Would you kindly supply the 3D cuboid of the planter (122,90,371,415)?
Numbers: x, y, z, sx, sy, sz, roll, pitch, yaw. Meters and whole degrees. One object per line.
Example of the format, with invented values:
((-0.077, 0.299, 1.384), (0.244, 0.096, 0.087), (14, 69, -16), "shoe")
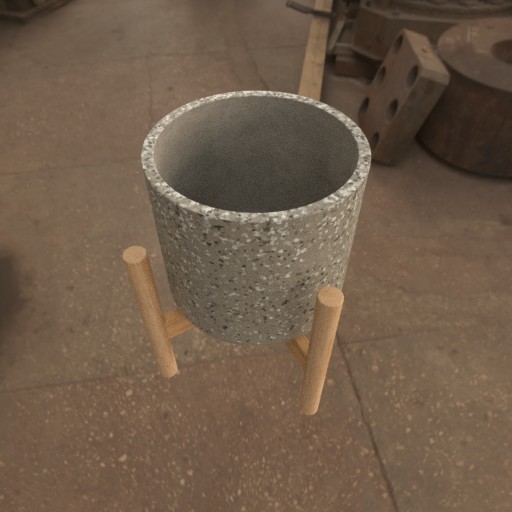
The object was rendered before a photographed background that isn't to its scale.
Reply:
((0.000, 0.000, 0.551), (0.284, 0.320, 0.284), (-5, 47, -5), "planter")
